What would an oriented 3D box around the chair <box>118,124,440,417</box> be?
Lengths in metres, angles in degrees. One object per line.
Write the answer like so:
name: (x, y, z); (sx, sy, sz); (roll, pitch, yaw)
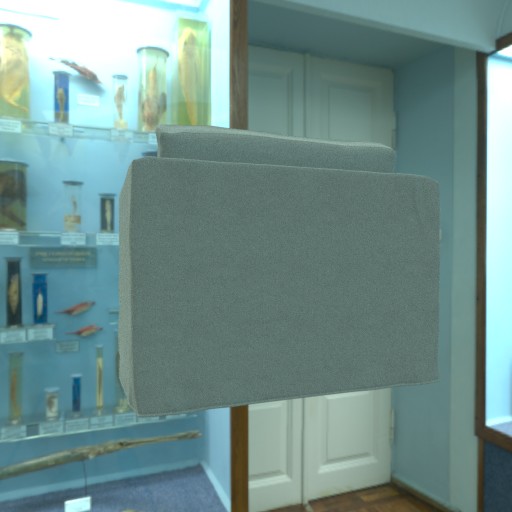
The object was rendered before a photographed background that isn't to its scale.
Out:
chair: (0.000, 0.000, 1.780); (1.057, 0.863, 0.949); (0, 1, -19)
